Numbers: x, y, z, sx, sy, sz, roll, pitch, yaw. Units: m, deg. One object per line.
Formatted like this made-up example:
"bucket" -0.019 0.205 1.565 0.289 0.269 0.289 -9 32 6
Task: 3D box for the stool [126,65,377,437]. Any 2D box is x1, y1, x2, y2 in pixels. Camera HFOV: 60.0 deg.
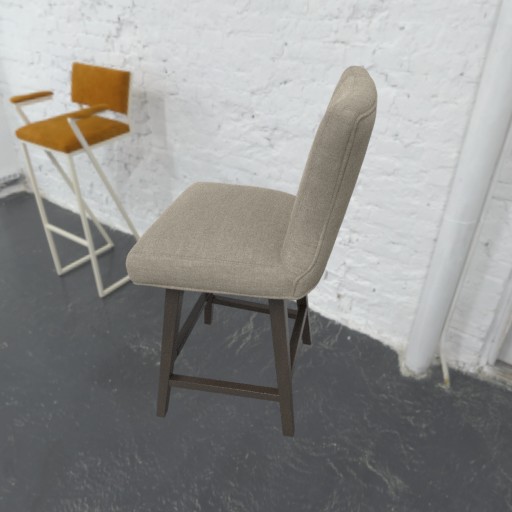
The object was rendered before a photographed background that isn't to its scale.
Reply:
"stool" 0.000 0.000 1.316 0.574 1.000 0.514 7 32 11
